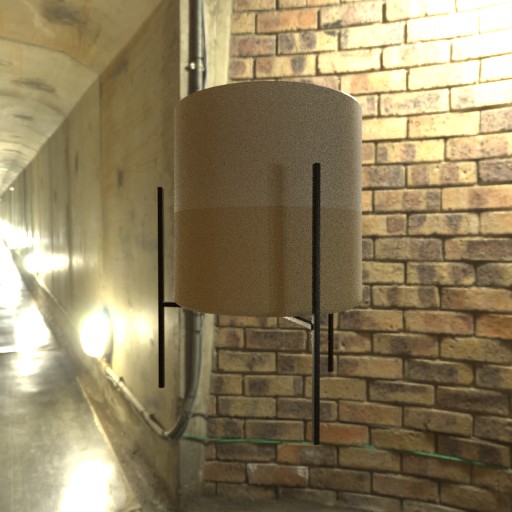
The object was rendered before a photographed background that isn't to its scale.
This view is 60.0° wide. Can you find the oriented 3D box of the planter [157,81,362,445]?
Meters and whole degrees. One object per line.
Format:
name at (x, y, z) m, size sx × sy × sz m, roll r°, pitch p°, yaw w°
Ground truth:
planter at (0.000, 0.000, 0.558) m, size 0.267 × 0.362 × 0.263 m, roll 0°, pitch 1°, yaw 1°
